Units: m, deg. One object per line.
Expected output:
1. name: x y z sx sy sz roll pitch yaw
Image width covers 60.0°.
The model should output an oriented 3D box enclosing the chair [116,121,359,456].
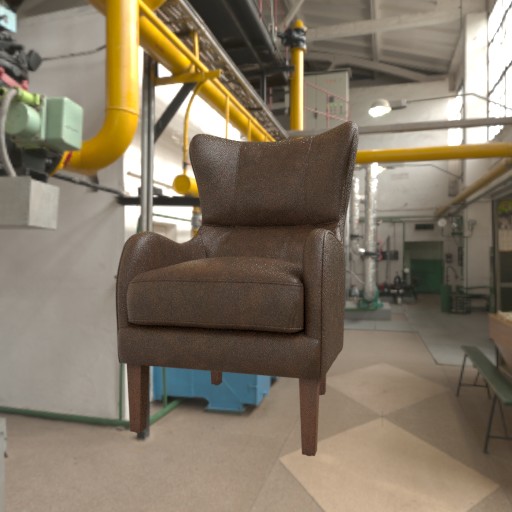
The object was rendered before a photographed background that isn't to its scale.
1. chair: 0.000 0.000 1.599 0.692 1.048 0.914 0 0 17
